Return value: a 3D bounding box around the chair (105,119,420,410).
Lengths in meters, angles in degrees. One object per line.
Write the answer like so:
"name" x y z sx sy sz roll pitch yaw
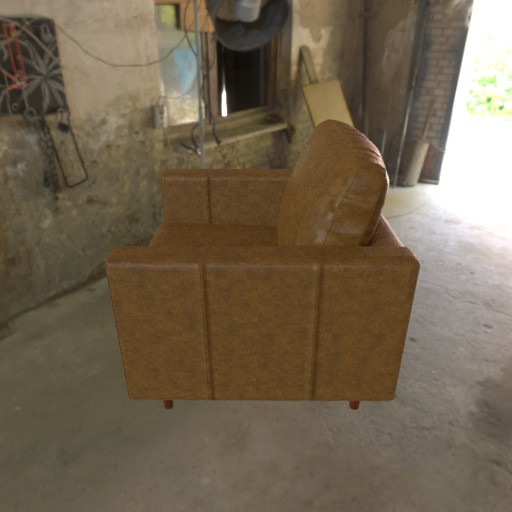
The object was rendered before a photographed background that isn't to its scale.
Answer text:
"chair" 0.000 0.000 1.701 0.909 0.956 0.890 0 28 0
